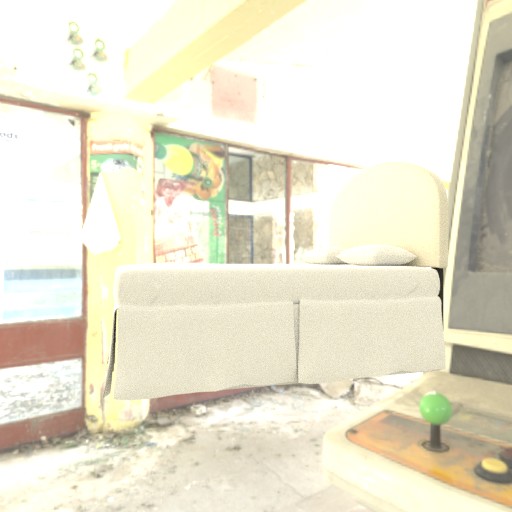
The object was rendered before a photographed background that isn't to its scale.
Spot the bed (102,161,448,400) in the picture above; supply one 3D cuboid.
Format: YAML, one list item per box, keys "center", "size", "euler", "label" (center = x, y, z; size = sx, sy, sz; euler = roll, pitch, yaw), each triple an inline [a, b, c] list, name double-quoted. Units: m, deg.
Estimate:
- center: [0.000, 0.000, 3.142]
  size: [2.005, 1.410, 1.607]
  euler: [0, 0, -17]
  label: "bed"
